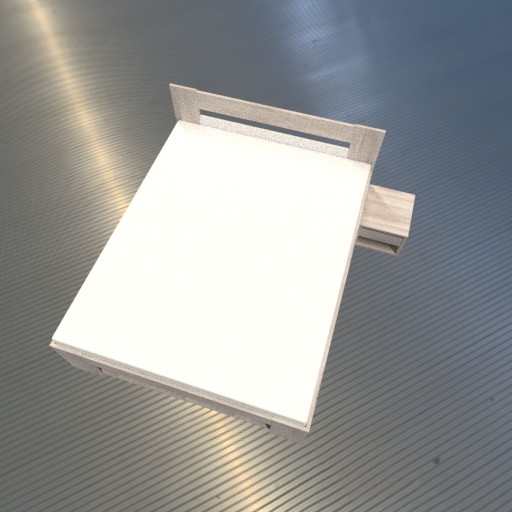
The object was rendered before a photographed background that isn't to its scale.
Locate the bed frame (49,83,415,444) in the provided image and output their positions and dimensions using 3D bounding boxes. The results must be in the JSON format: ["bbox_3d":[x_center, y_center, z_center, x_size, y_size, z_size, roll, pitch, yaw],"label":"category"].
[{"bbox_3d":[0.000,0.000,3.117,2.040,0.860,2.050,15,60,9],"label":"bed frame"}]
